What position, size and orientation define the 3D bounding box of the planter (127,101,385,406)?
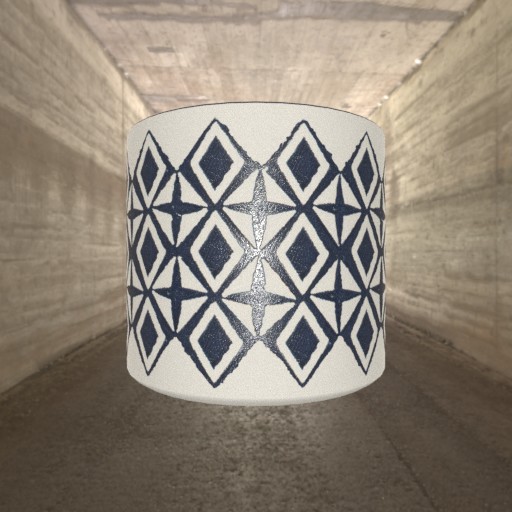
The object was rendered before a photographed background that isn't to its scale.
[{"bbox_3d":[0.000,0.000,0.283,0.159,0.144,0.159,0,0,0],"label":"planter"}]
